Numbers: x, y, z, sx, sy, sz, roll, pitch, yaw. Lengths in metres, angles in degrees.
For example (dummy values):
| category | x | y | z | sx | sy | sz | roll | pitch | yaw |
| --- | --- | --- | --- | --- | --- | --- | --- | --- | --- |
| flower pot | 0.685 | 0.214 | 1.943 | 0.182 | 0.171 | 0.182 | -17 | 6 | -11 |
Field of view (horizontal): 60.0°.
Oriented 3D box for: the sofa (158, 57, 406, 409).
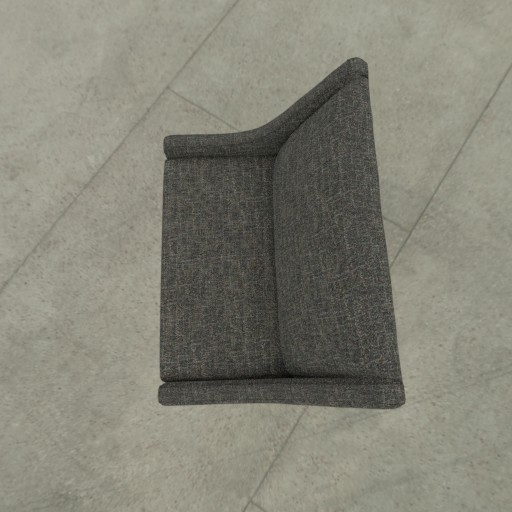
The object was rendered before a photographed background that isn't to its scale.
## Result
| category | x | y | z | sx | sy | sz | roll | pitch | yaw |
| --- | --- | --- | --- | --- | --- | --- | --- | --- | --- |
| sofa | 0.000 | 0.000 | 1.935 | 0.870 | 1.021 | 1.242 | -2 | 75 | 0 |
